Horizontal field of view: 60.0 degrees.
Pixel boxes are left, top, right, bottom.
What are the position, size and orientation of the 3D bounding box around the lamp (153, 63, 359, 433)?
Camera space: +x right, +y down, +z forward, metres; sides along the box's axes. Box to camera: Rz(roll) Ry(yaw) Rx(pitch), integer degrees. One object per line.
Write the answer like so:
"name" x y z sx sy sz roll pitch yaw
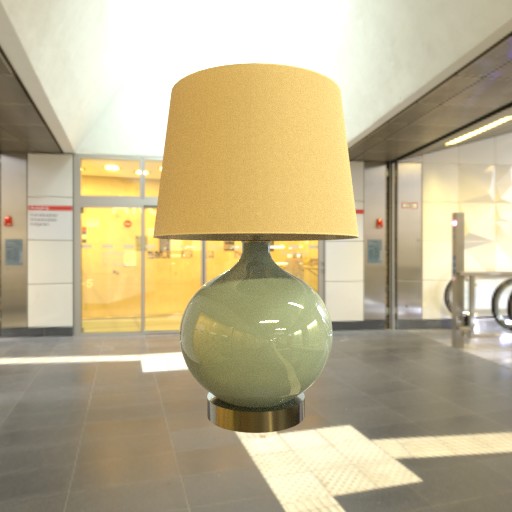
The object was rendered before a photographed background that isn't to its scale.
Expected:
"lamp" 0.000 0.000 0.544 0.247 0.387 0.247 0 0 0
